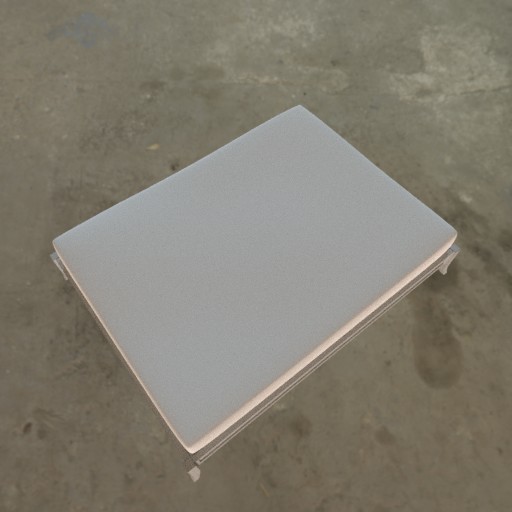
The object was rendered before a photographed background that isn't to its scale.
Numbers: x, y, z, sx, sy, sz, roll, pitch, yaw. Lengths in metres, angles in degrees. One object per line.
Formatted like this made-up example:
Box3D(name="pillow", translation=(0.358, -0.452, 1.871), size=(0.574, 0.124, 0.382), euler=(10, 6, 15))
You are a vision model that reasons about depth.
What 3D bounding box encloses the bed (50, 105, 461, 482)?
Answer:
Box3D(name="bed", translation=(0.000, 0.000, 2.848), size=(2.108, 0.510, 1.604), euler=(-34, 65, -18))
